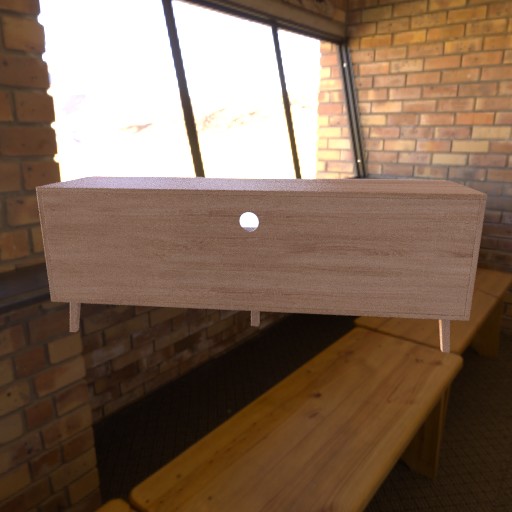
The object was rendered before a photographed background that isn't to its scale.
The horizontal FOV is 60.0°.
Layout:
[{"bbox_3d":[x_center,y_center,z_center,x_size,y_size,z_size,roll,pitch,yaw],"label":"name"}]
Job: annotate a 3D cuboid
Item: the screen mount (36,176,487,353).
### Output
[{"bbox_3d":[0.000,0.000,1.743,1.500,0.570,0.420,2,16,6],"label":"screen mount"}]
